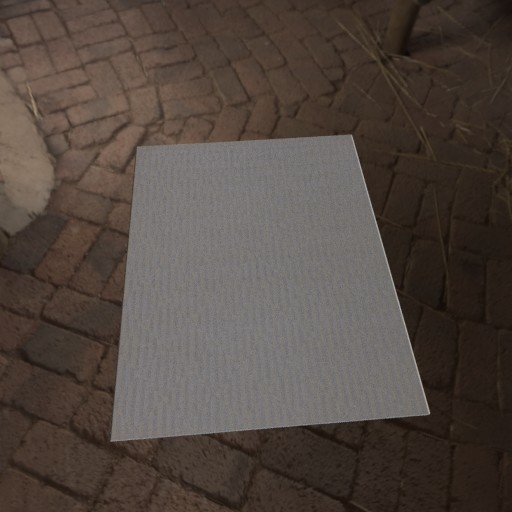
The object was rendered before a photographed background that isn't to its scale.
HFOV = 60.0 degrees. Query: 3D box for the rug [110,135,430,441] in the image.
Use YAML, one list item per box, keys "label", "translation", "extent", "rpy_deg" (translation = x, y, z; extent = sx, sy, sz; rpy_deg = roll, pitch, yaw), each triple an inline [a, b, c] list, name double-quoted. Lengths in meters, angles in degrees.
- label: "rug"
  translation: [0.000, 0.000, 4.131]
  extent: [2.410, 0.021, 3.055]
  rpy_deg: [-4, 58, -2]
